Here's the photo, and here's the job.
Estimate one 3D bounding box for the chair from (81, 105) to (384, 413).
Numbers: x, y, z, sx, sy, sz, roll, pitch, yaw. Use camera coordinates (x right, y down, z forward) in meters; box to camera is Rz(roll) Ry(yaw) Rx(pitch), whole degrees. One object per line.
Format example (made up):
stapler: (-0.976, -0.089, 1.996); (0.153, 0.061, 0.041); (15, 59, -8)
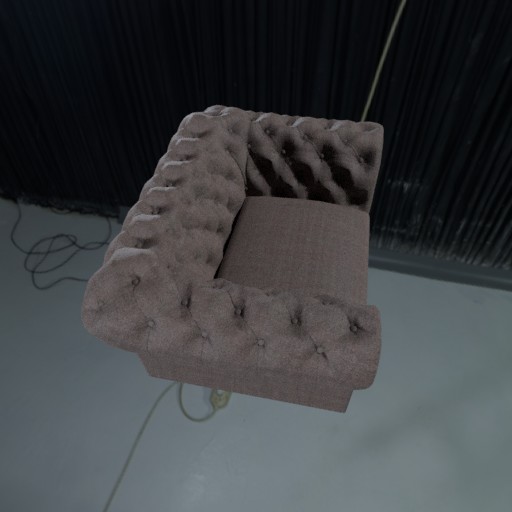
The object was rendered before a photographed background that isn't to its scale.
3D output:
chair: (0.000, 0.000, 1.909); (0.945, 0.780, 1.298); (8, 48, 8)
